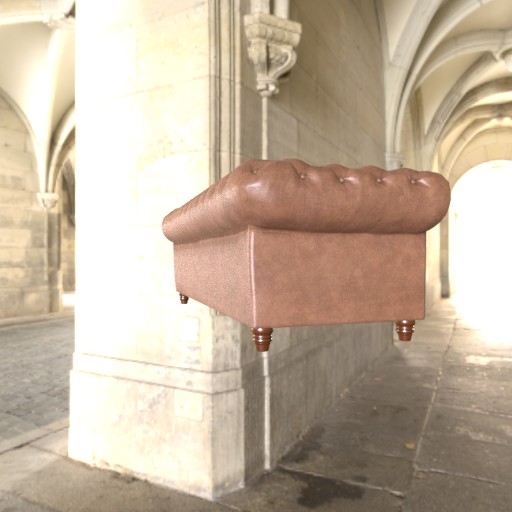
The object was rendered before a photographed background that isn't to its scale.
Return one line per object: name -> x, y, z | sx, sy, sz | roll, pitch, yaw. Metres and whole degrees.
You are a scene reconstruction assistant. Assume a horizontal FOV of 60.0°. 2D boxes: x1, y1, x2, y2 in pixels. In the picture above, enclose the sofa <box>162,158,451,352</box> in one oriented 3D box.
sofa -> 0.000, 0.000, 2.809 | 0.944, 0.783, 2.385 | 0, 0, -19
